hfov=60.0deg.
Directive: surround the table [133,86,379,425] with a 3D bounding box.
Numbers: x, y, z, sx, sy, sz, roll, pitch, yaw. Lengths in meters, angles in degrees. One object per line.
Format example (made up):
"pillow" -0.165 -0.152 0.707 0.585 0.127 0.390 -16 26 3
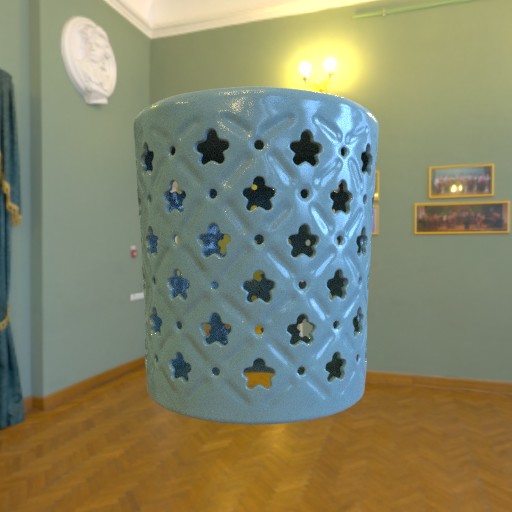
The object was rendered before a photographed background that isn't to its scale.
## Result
"table" 0.000 0.000 0.661 0.352 0.387 0.352 0 1 0
